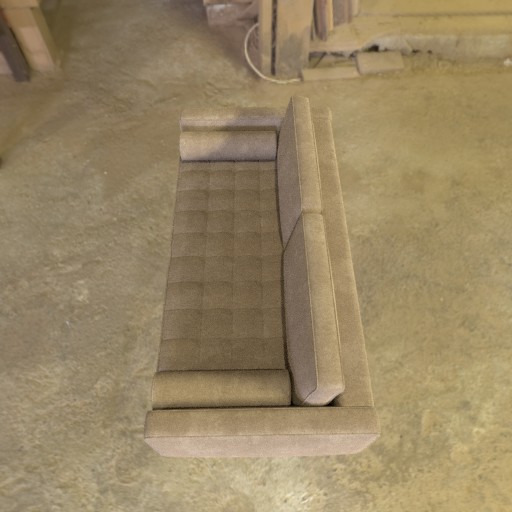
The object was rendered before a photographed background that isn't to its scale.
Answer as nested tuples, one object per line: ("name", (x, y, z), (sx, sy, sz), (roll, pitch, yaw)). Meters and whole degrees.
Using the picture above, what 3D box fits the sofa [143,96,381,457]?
("sofa", (0.000, 0.000, 2.289), (0.920, 0.769, 1.883), (-1, 58, 0))
